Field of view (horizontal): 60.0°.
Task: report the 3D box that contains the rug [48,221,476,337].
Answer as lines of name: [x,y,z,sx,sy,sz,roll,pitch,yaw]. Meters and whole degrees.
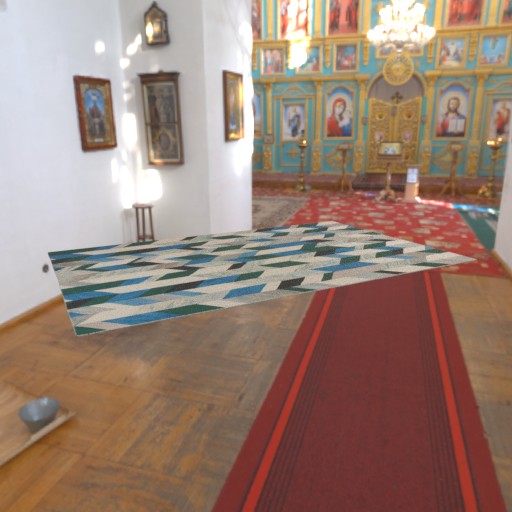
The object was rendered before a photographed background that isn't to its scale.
rug: [0.000,0.000,2.948,2.433,0.007,1.507,-8,17,-27]
